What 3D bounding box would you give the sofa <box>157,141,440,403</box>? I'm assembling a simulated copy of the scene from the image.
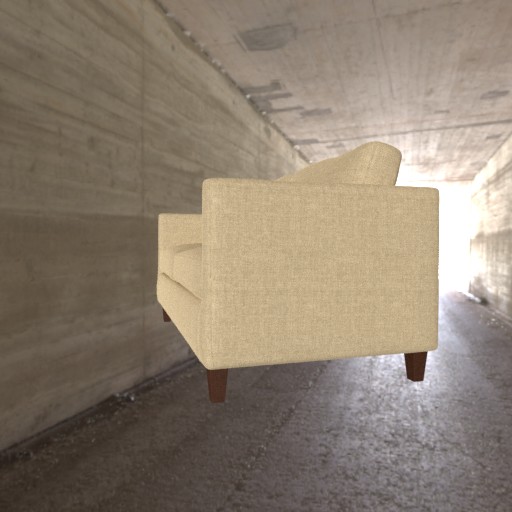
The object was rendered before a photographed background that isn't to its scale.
[{"bbox_3d":[0.000,0.000,2.460,0.950,0.963,1.884,0,2,-17],"label":"sofa"}]
